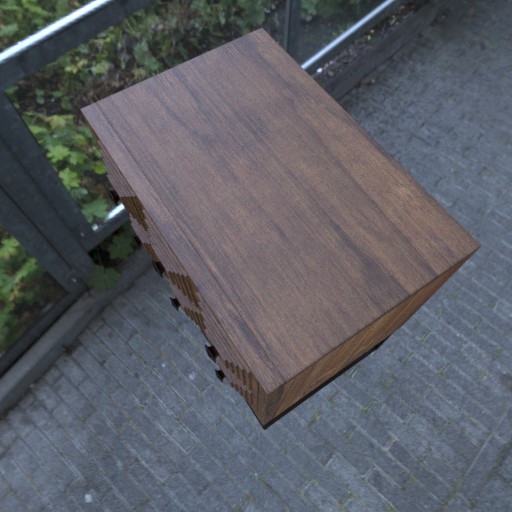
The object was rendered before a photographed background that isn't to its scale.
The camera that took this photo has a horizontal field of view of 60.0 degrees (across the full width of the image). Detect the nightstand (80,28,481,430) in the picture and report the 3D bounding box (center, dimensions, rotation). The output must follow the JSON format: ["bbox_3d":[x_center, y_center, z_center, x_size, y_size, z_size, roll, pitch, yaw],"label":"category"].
[{"bbox_3d":[0.000,0.000,1.019,0.437,0.610,0.610,-31,68,-14],"label":"nightstand"}]
